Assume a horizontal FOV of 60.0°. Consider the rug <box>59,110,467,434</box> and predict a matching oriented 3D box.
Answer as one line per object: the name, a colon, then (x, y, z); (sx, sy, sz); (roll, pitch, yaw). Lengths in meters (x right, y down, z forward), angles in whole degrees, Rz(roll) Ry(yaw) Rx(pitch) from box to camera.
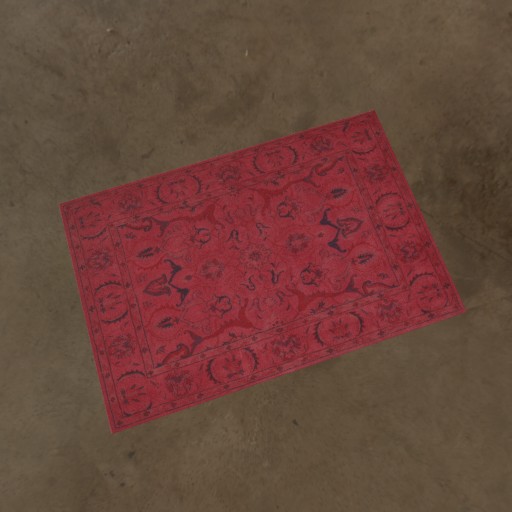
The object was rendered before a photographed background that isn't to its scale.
rug: (0.000, 0.000, 2.285); (1.814, 0.008, 1.209); (-18, 76, -5)
